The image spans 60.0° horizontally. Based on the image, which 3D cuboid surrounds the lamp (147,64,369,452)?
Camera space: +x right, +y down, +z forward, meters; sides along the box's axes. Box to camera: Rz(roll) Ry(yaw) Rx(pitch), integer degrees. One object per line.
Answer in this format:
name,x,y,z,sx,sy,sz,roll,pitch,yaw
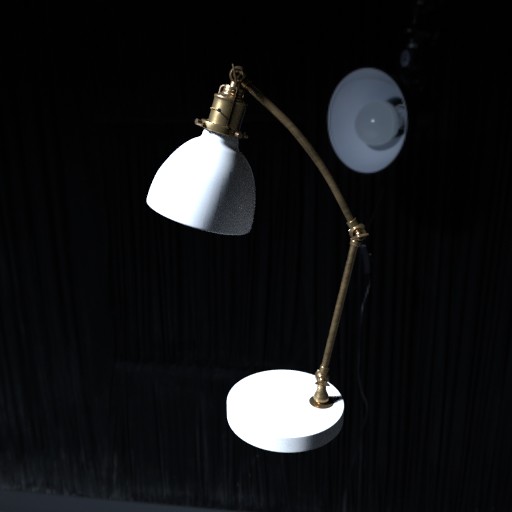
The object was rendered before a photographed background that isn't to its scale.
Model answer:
lamp,0.000,0.000,0.654,0.317,0.522,0.186,2,15,8
